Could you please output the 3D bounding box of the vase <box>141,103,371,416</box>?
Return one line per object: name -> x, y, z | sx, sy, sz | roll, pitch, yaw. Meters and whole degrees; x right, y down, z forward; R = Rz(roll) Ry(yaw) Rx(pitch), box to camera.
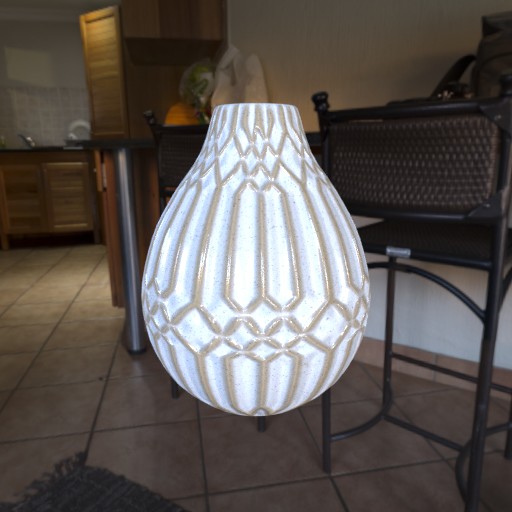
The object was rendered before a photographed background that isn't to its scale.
vase -> 0.000, 0.000, 0.312 | 0.159, 0.200, 0.159 | 0, 14, 0
